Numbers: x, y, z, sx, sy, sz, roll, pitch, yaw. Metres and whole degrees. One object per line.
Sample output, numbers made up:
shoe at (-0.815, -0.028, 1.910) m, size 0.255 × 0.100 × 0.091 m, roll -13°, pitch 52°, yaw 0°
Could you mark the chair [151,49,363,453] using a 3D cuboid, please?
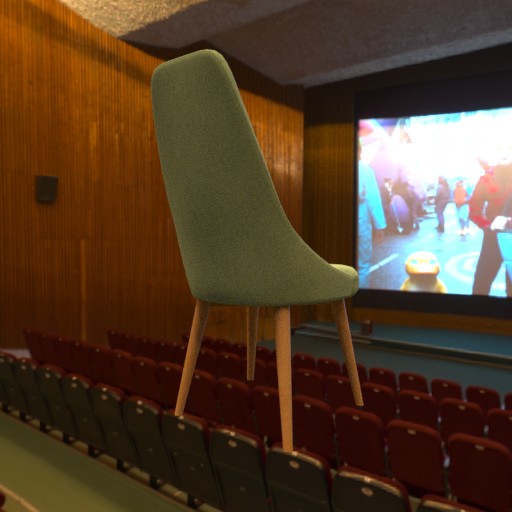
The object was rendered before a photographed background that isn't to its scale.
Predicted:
chair at (0.000, 0.000, 1.408) m, size 0.510 × 1.040 × 0.660 m, roll 2°, pitch 3°, yaw 36°
